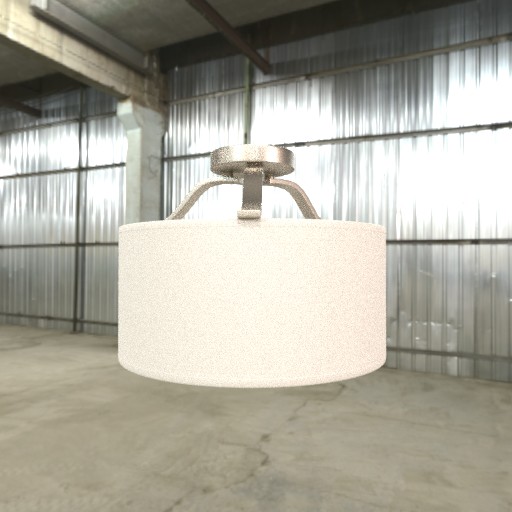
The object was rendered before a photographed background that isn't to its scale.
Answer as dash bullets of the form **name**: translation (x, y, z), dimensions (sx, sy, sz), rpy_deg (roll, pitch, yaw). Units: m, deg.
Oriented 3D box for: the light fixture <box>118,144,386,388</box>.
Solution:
- **light fixture**: translation (0.000, 0.000, 0.666), dimensions (0.395, 0.304, 0.395), rpy_deg (0, -1, 0)
